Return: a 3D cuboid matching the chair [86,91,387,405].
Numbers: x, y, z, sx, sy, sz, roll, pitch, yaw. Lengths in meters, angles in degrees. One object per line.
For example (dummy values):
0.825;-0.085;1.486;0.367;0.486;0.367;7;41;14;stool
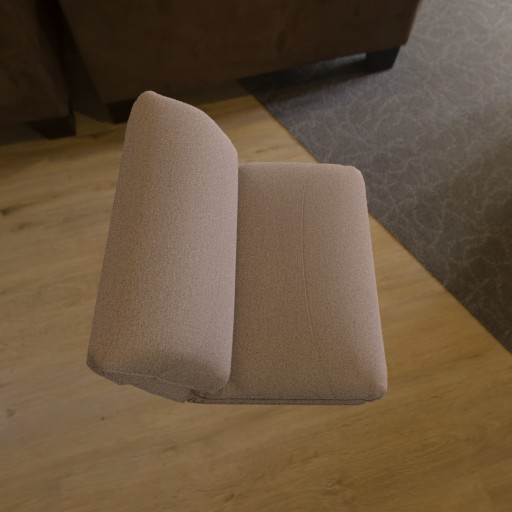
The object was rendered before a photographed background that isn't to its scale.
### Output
0.000;0.000;1.345;0.780;0.580;0.820;0;64;0;chair
